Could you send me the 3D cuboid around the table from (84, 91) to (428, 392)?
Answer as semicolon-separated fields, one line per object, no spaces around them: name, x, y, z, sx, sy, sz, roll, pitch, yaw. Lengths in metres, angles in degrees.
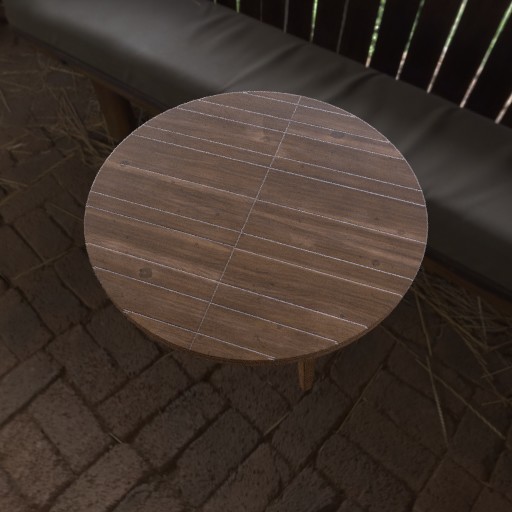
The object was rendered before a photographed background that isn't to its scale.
table;0.000;0.000;1.920;1.213;0.764;1.213;0;57;0
